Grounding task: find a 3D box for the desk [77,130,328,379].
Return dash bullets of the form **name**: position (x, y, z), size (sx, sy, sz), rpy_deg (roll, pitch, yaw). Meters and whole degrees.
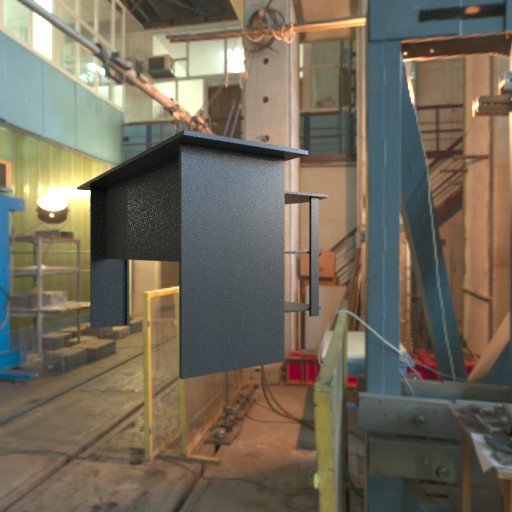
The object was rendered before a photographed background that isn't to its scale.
- **desk**: position (0.000, 0.000, 2.142), size (1.361, 0.716, 1.303), rpy_deg (0, 1, -34)
